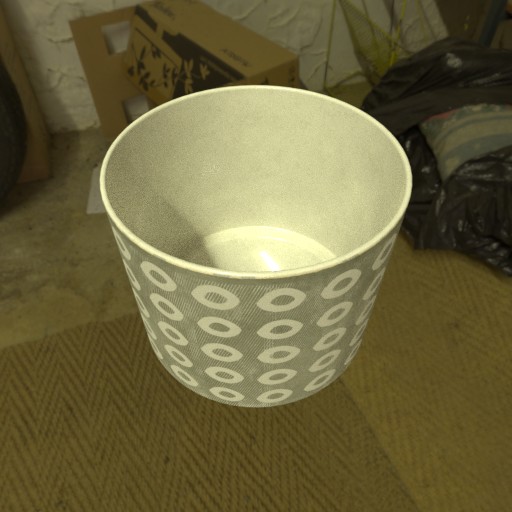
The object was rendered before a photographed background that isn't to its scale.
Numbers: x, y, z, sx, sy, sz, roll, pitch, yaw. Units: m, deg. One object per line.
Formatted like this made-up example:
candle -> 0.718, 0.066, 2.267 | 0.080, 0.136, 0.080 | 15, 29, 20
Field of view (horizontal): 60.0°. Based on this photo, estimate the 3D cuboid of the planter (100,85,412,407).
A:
planter -> 0.000, 0.000, 0.343 | 0.190, 0.181, 0.190 | 0, 48, 0
